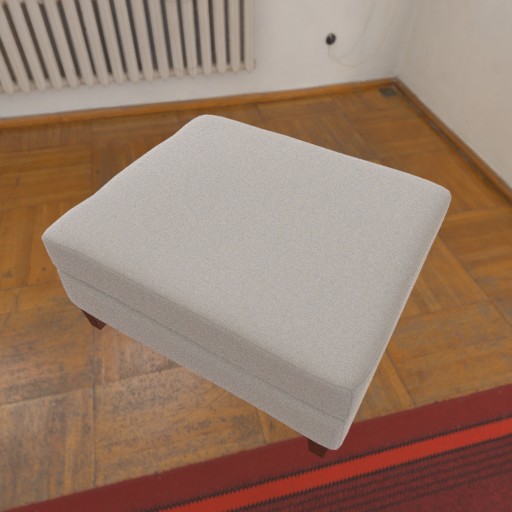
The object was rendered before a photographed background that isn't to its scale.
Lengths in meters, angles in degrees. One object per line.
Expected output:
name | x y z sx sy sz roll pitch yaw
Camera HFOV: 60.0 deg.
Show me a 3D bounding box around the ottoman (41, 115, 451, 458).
ottoman | 0.000 0.000 1.458 0.976 0.492 0.836 23 51 21
